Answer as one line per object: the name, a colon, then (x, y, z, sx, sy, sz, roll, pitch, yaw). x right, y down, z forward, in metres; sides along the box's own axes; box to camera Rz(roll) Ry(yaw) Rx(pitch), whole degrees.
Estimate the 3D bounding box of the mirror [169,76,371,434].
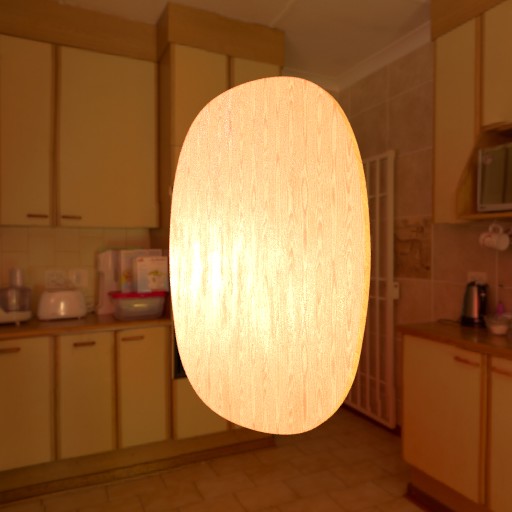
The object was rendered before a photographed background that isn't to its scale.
mirror: (0.000, 0.000, 1.381, 0.724, 1.075, 0.037, 0, 1, 35)
